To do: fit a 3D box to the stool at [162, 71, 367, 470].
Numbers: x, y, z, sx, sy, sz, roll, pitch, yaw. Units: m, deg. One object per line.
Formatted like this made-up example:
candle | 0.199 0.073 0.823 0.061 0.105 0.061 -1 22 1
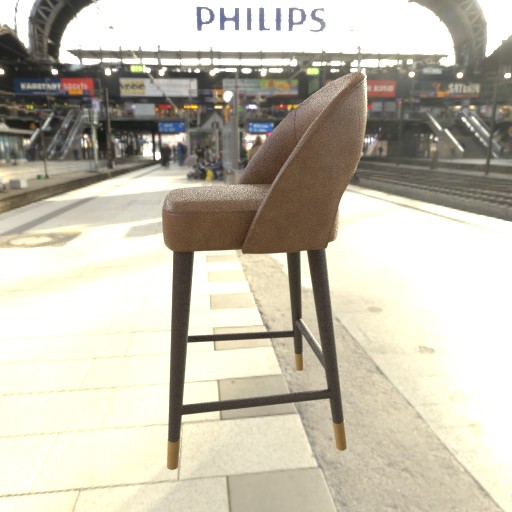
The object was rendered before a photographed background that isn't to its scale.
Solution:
stool | 0.000 0.000 1.212 0.509 0.940 0.494 -2 14 -9
